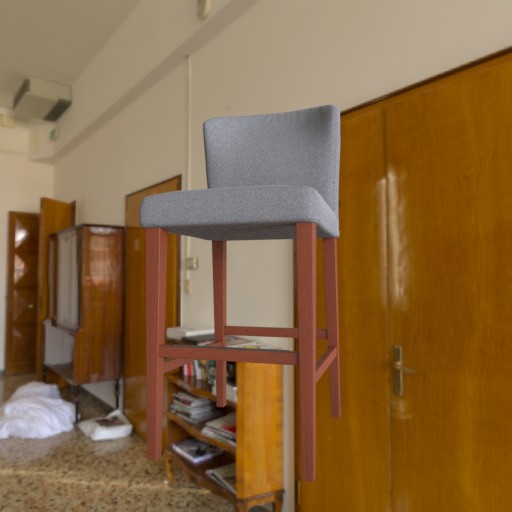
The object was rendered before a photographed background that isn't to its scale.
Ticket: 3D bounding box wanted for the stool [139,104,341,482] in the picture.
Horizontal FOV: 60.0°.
[{"bbox_3d":[0.000,0.000,1.350,0.481,1.069,0.568,-1,-3,17],"label":"stool"}]
